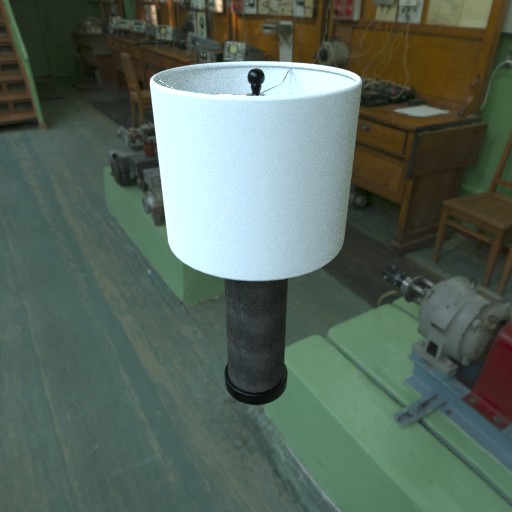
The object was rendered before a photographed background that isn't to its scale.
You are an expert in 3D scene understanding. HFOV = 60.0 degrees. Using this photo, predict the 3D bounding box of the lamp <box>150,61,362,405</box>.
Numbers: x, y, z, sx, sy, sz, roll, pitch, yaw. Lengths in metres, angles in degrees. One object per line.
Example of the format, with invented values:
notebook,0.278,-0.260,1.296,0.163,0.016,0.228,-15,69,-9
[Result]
lamp,0.000,0.000,0.806,0.305,0.634,0.305,-19,36,-28
